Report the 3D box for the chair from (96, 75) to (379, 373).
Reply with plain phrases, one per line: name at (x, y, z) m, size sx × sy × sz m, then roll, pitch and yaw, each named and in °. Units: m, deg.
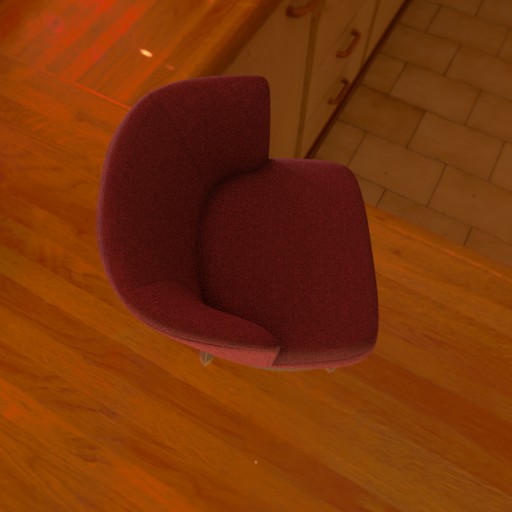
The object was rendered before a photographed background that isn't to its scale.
chair at (0.000, 0.000, 1.271) m, size 0.660 × 0.760 × 0.700 m, roll -1°, pitch 65°, yaw 0°
